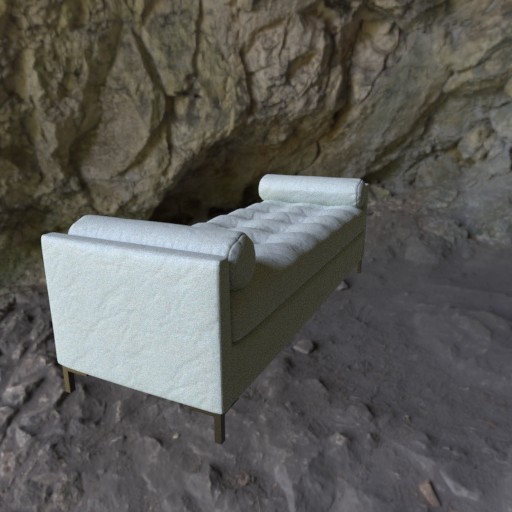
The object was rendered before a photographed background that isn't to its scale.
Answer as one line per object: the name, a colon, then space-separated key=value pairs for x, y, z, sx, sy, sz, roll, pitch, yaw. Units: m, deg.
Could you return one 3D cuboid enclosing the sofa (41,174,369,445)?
sofa: x=0.000 y=0.000 z=2.445 sx=0.796 sy=0.705 sz=2.102 roll=8 pitch=18 yaw=25
